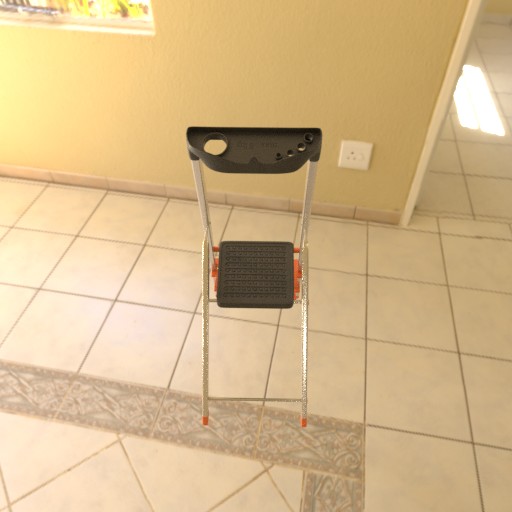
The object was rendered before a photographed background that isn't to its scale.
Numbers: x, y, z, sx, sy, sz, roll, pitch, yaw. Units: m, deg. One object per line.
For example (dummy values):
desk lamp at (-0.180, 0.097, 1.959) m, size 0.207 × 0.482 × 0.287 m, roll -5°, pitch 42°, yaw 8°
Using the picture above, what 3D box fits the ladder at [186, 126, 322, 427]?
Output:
ladder at (0.000, 0.000, 1.544) m, size 0.416 × 1.229 × 0.686 m, roll 1°, pitch 46°, yaw 1°
